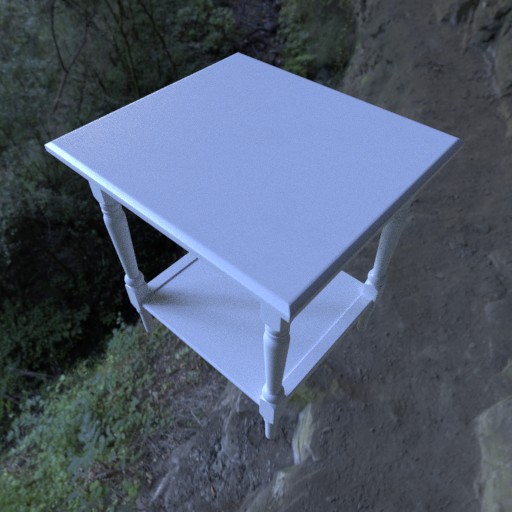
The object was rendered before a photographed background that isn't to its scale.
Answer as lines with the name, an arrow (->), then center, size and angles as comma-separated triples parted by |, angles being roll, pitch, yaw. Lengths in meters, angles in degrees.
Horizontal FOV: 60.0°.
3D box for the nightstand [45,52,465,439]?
nightstand -> 0.000, 0.000, 0.918 | 0.505, 0.555, 0.459 | 33, 56, 26
